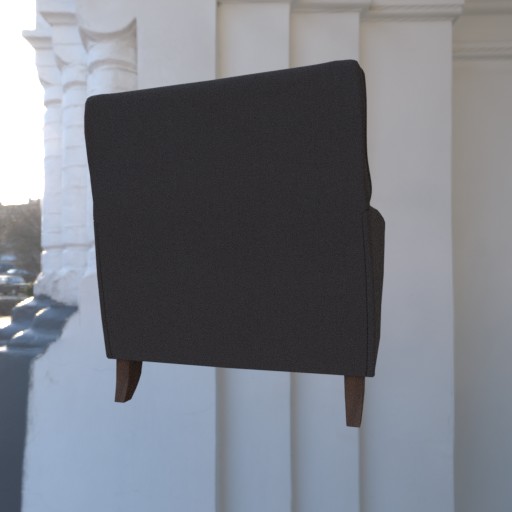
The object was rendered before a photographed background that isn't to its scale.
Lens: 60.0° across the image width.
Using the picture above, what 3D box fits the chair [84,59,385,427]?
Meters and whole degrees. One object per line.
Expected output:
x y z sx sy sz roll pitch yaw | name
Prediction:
0.000 0.000 1.524 0.836 0.911 0.831 -1 -2 18 | chair
